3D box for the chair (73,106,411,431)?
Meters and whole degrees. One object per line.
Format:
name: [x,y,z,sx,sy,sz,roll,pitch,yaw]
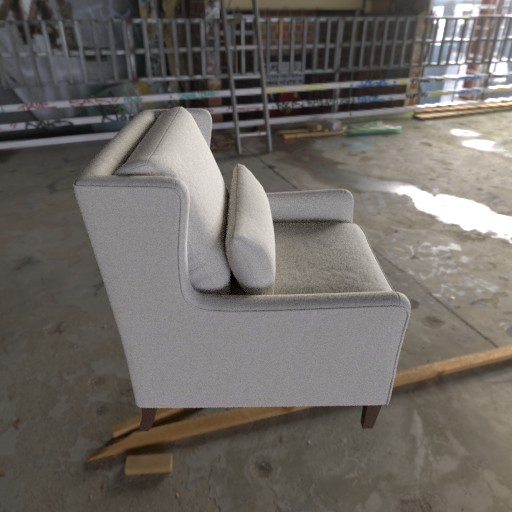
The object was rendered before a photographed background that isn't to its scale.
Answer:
chair: [0.000,0.000,1.839,1.040,1.056,0.982,0,30,-1]
